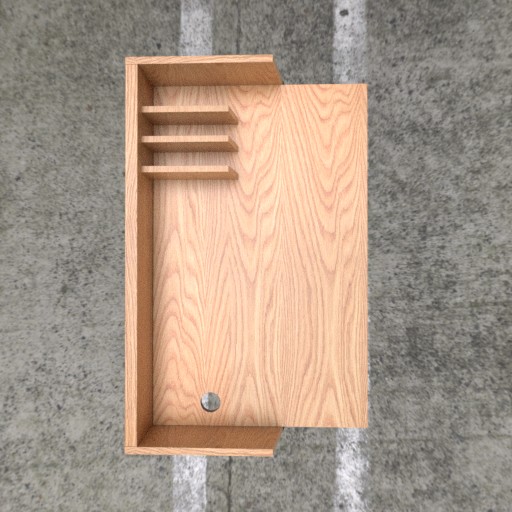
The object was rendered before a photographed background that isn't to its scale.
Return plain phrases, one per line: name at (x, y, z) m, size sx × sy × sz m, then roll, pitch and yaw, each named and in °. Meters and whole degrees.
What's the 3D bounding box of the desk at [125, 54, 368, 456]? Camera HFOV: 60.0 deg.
desk at (0.000, 0.000, 1.845) m, size 0.769 × 1.061 × 1.191 m, roll 0°, pitch 90°, yaw 2°
